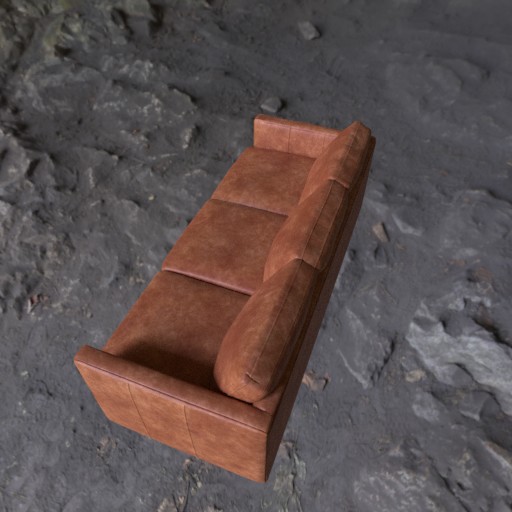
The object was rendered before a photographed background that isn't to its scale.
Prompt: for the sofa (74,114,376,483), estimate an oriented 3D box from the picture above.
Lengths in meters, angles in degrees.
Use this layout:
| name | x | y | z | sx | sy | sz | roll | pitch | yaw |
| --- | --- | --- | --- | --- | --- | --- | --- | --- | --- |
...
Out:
| name | x | y | z | sx | sy | sz | roll | pitch | yaw |
| --- | --- | --- | --- | --- | --- | --- | --- | --- | --- |
| sofa | 0.000 | 0.000 | 2.955 | 1.045 | 1.006 | 2.464 | 16 | 48 | 14 |
